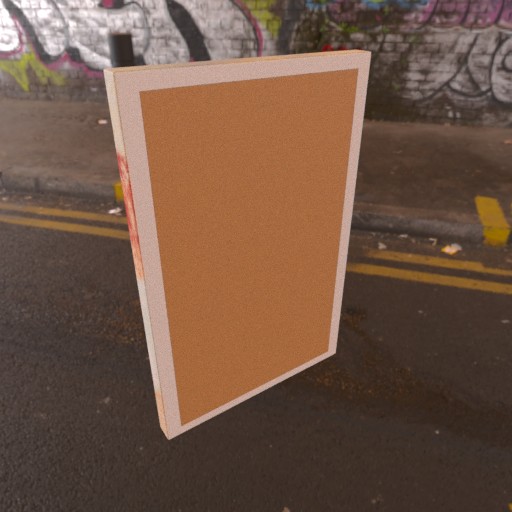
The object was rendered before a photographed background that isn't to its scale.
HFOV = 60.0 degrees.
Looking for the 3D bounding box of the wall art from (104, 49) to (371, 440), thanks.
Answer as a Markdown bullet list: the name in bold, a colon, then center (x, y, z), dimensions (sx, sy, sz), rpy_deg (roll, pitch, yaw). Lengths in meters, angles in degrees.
- **wall art**: center (0.000, 0.000, 0.744), dimensions (0.401, 0.610, 0.038), rpy_deg (-19, 35, -29)
